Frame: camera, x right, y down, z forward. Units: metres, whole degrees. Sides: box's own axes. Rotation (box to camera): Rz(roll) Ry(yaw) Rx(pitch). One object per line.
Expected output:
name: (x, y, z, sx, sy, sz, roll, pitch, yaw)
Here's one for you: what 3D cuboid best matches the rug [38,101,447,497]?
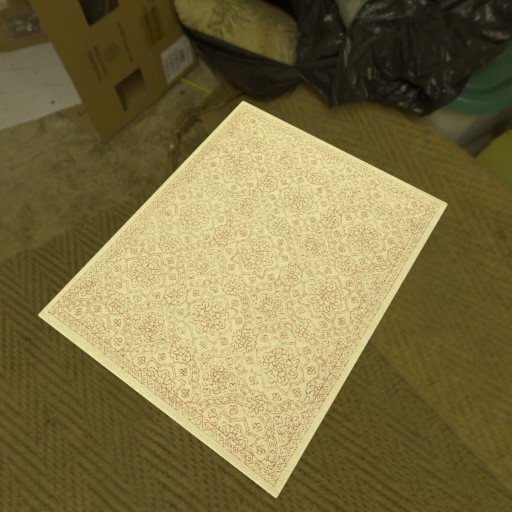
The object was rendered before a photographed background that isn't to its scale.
rug: (0.000, 0.000, 4.057, 2.441, 0.015, 3.050, 31, 67, 15)
